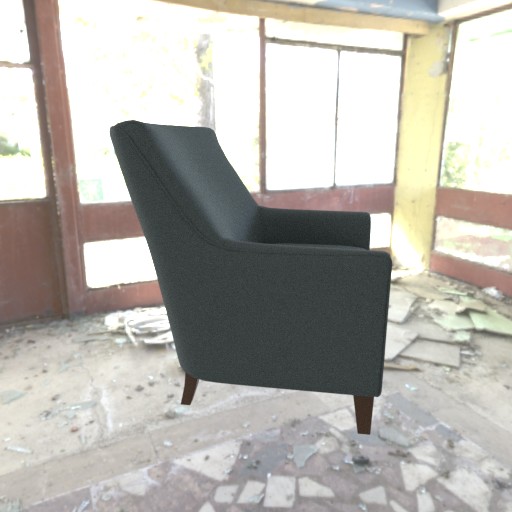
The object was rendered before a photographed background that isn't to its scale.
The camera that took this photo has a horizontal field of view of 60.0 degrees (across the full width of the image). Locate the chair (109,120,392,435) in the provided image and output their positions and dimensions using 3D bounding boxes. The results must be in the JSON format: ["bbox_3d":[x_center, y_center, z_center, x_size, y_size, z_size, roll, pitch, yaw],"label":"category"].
[{"bbox_3d":[0.000,0.000,1.598,0.879,0.916,0.756,2,15,9],"label":"chair"}]
